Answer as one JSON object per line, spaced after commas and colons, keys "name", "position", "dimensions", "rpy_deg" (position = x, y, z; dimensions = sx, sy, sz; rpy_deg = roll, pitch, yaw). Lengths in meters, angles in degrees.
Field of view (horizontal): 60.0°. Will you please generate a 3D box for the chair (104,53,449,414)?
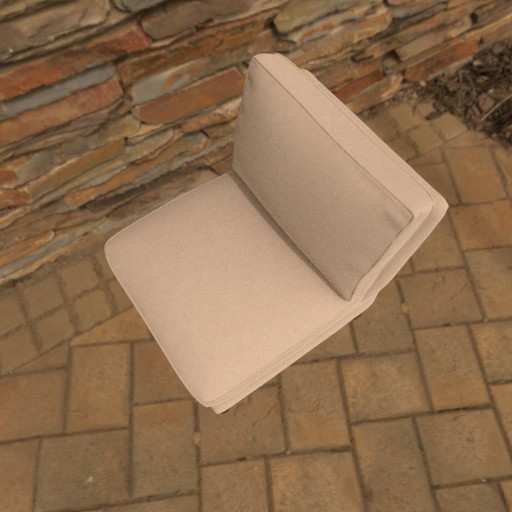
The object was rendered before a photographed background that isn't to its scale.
{"name": "chair", "position": [0.000, 0.000, 1.621], "dimensions": [0.912, 1.052, 0.724], "rpy_deg": [-33, 69, -15]}
